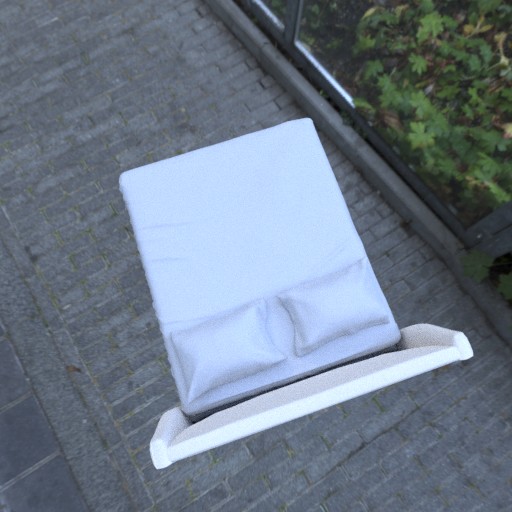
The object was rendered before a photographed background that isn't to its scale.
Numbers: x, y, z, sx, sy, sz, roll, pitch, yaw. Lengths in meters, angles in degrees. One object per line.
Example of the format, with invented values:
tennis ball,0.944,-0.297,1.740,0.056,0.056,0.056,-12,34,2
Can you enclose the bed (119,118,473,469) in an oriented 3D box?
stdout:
bed,0.000,0.000,3.361,1.925,1.332,2.276,-18,76,-5
